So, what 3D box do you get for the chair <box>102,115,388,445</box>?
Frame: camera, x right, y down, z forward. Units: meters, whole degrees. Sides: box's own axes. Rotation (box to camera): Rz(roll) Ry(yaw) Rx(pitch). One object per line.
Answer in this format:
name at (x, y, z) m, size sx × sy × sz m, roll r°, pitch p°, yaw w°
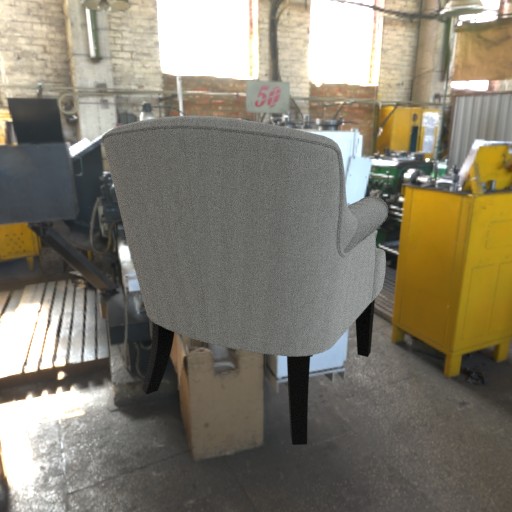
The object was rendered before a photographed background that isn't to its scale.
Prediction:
chair at (0.000, 0.000, 1.472) m, size 0.772 × 0.880 × 0.755 m, roll 8°, pitch 19°, yaw 26°
